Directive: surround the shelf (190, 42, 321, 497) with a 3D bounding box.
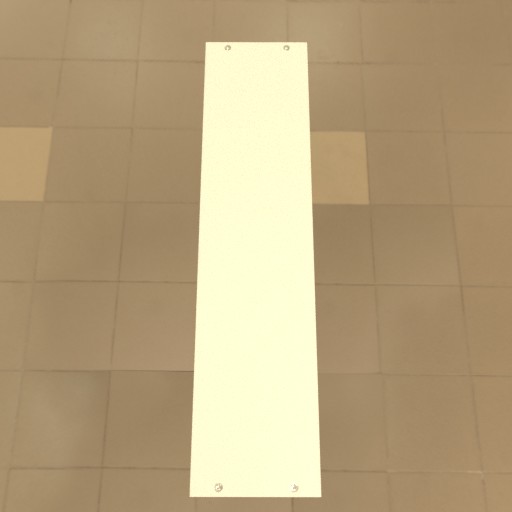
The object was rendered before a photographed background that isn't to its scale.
[{"bbox_3d":[0.000,0.000,0.662,0.150,0.170,0.610,0,76,0],"label":"shelf"}]
